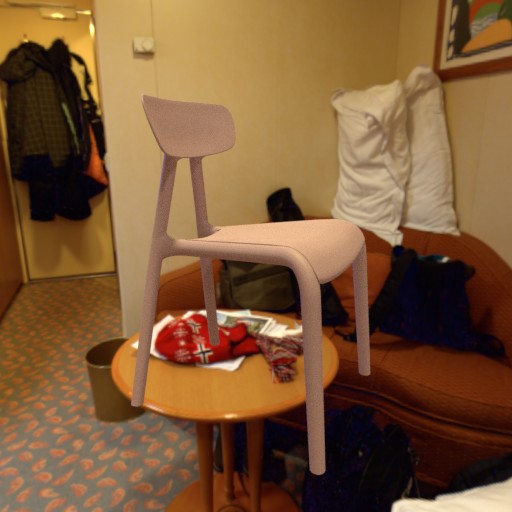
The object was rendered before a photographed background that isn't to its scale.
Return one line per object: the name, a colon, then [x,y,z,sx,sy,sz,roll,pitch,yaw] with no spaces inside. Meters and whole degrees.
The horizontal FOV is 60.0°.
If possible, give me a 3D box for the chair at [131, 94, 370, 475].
chair: [0.000,0.000,0.850,0.401,0.580,0.356,7,16,25]
